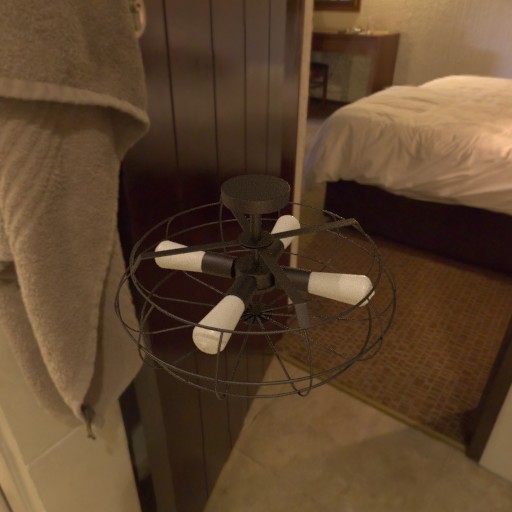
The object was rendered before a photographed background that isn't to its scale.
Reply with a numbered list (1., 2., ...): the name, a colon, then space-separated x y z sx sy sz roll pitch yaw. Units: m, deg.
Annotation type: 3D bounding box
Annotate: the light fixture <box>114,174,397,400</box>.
1. light fixture: 0.000 0.000 0.922 0.582 0.311 0.582 0 31 0
